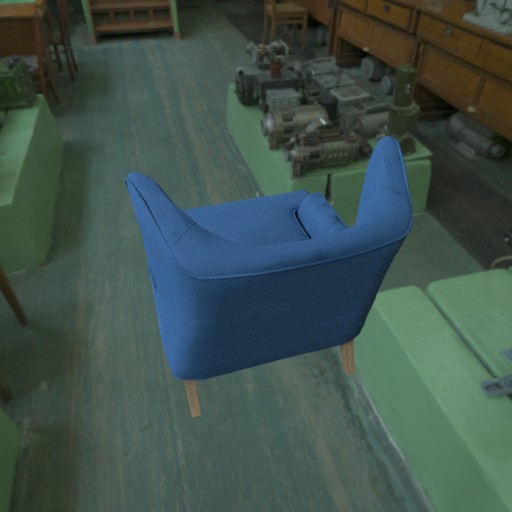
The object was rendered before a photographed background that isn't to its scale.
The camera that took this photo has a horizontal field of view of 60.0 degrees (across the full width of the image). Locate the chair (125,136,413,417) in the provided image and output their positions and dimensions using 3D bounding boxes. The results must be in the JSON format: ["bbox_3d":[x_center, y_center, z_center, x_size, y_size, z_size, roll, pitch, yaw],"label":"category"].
[{"bbox_3d":[0.000,0.000,1.627,0.793,0.952,0.910,-11,41,-13],"label":"chair"}]
